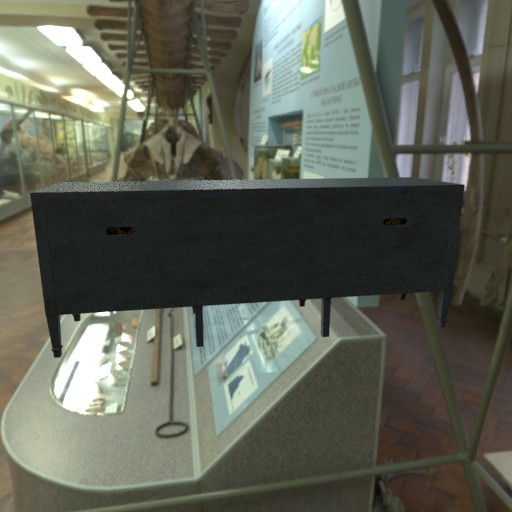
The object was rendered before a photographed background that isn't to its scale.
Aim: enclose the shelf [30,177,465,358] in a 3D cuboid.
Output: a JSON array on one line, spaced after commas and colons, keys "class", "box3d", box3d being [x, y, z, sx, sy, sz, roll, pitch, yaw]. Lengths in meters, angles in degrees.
[{"class": "shelf", "box3d": [0.000, 0.000, 2.205, 1.878, 0.715, 0.471, -3, 15, -10]}]
